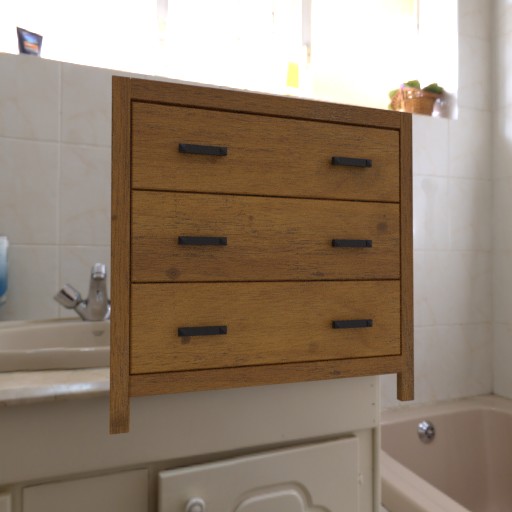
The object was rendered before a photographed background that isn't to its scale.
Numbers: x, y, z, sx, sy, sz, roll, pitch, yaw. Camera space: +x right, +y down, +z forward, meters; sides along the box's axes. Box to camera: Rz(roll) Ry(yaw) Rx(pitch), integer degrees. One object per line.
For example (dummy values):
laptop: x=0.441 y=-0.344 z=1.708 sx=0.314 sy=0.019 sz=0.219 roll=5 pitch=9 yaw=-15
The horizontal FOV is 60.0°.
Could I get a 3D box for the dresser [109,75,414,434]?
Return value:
dresser: x=0.000 y=0.000 z=1.291 sx=0.804 sy=0.804 sz=0.427 roll=0 pitch=-1 yaw=-18
